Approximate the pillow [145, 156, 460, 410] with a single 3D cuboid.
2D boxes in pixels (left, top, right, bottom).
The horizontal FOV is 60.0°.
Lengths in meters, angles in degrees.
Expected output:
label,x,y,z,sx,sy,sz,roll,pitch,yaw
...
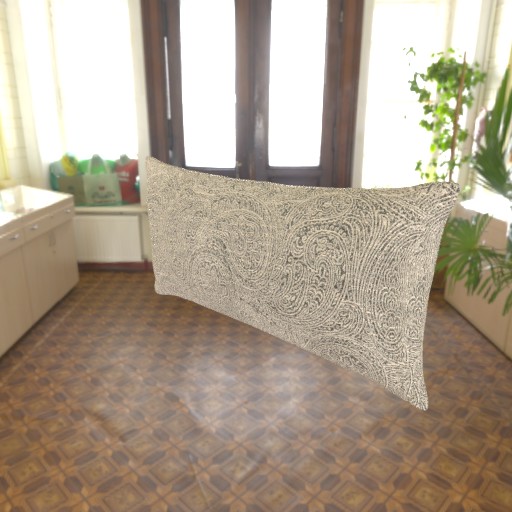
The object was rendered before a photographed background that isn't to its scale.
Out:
label,x,y,z,sx,sy,sz,roll,pitch,yaw
pillow,0.000,0.000,0.729,0.615,0.295,0.151,16,23,42
